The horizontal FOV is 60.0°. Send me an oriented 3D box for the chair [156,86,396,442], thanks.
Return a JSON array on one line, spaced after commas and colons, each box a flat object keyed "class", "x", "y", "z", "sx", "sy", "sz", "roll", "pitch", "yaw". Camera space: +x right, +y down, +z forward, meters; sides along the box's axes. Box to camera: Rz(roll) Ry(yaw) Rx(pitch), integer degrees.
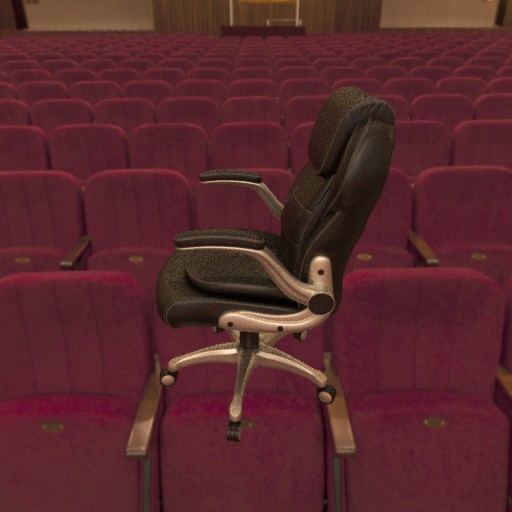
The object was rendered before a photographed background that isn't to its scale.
[{"class": "chair", "x": 0.000, "y": 0.000, "z": 1.633, "sx": 0.801, "sy": 1.141, "sz": 0.724, "roll": 0, "pitch": 26, "yaw": 0}]
